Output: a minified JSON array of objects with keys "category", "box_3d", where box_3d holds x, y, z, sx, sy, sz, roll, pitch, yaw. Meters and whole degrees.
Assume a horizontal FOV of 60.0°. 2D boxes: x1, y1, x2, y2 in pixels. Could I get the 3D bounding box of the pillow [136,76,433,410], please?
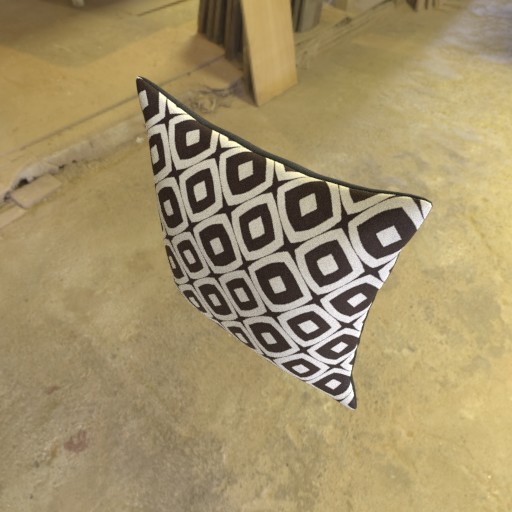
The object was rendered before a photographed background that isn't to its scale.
[{"category":"pillow","box_3d":[0.000,0.000,0.769,0.504,0.494,0.188,31,53,27]}]
